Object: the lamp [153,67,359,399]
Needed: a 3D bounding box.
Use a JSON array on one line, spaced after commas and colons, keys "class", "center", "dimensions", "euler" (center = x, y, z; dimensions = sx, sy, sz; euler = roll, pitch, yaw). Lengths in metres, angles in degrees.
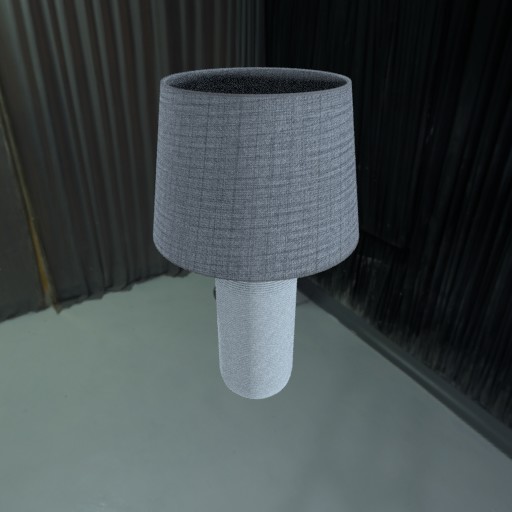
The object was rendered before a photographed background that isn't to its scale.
[{"class": "lamp", "center": [0.000, 0.000, 0.573], "dimensions": [0.251, 0.429, 0.251], "euler": [0, 29, 0]}]
